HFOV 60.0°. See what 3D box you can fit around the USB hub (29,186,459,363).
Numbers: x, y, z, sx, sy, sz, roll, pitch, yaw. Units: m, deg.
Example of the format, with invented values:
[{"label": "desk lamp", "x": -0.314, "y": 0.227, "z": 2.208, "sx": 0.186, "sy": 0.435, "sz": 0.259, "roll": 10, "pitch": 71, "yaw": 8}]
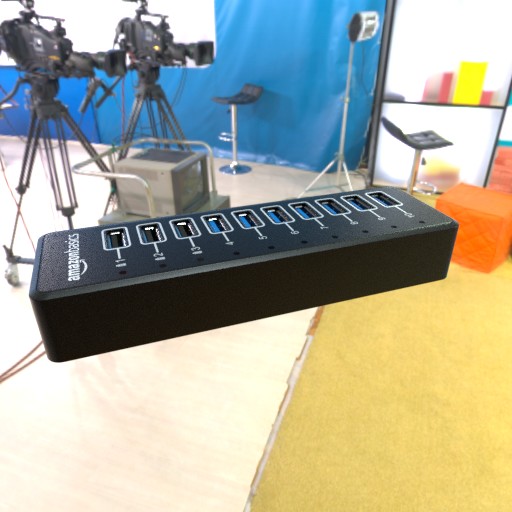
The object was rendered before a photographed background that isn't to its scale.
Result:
[{"label": "USB hub", "x": 0.000, "y": 0.000, "z": 0.162, "sx": 0.145, "sy": 0.023, "sz": 0.044, "roll": -10, "pitch": 31, "yaw": -17}]
